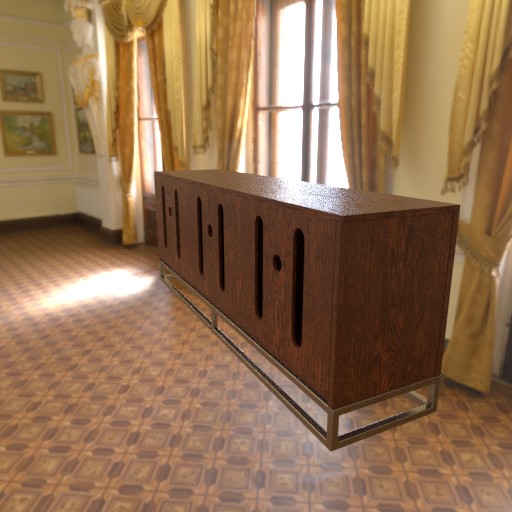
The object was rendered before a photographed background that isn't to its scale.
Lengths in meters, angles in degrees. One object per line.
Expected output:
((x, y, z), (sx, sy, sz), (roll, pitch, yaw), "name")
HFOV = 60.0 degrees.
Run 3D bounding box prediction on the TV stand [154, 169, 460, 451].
((0.000, 0.000, 1.748), (0.382, 0.578, 1.541), (-7, 16, -26), "TV stand")
